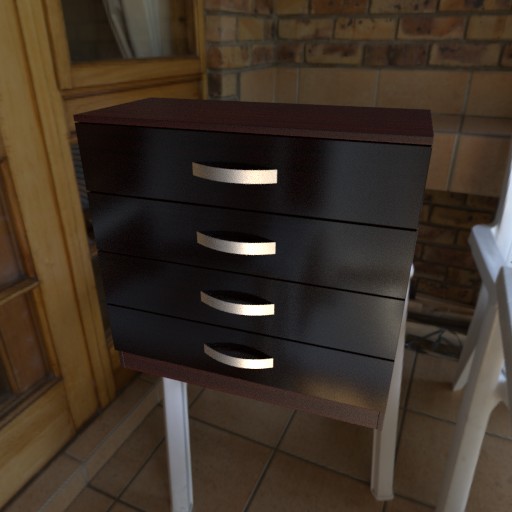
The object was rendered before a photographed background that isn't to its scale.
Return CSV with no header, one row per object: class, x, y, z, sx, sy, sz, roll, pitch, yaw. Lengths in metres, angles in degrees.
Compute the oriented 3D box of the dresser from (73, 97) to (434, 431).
dresser,0.000,0.000,1.160,0.750,0.720,0.360,8,28,16
